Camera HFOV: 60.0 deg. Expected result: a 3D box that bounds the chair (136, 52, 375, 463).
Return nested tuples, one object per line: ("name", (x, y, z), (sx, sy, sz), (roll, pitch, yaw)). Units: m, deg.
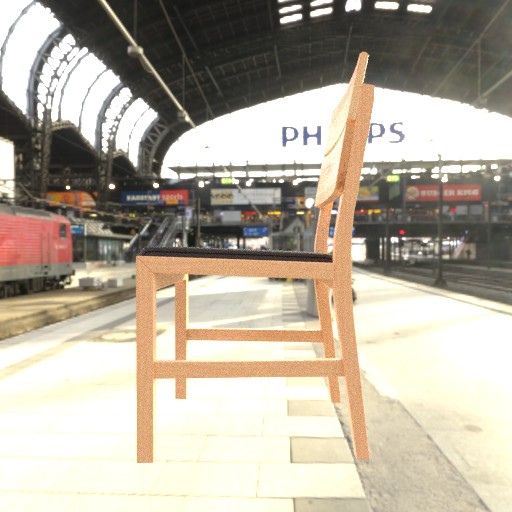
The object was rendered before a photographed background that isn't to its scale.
("chair", (0.000, 0.000, 1.247), (0.560, 0.950, 0.475), (0, 1, 1))
